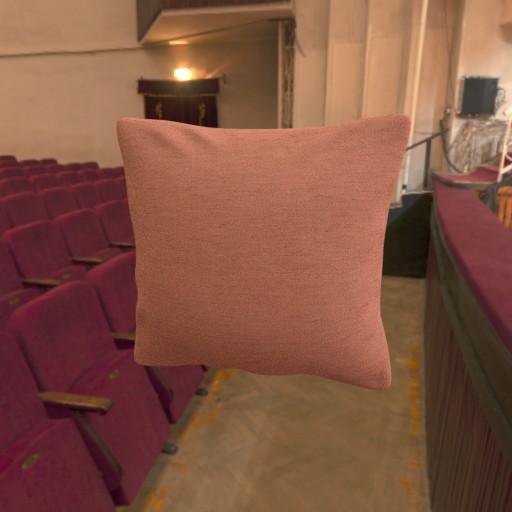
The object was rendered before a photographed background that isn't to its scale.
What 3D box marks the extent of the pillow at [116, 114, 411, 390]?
[{"bbox_3d":[0.000,0.000,0.686,0.432,0.415,0.246,3,15,11],"label":"pillow"}]
